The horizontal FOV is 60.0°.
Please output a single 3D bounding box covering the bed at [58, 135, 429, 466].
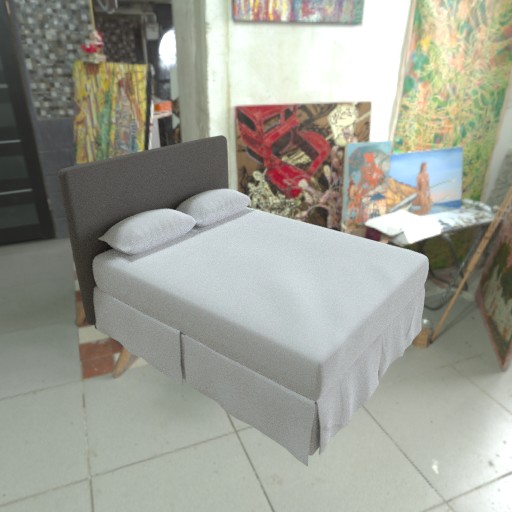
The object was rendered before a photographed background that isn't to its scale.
[{"bbox_3d":[0.000,0.000,3.286,2.142,1.330,1.723,19,31,34],"label":"bed"}]
